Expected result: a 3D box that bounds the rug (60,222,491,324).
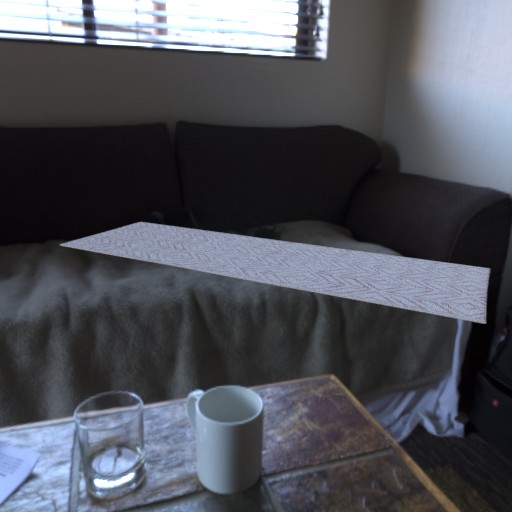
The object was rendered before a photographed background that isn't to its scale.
[{"bbox_3d":[0.000,0.000,2.591,2.435,0.009,0.750,9,19,27],"label":"rug"}]
